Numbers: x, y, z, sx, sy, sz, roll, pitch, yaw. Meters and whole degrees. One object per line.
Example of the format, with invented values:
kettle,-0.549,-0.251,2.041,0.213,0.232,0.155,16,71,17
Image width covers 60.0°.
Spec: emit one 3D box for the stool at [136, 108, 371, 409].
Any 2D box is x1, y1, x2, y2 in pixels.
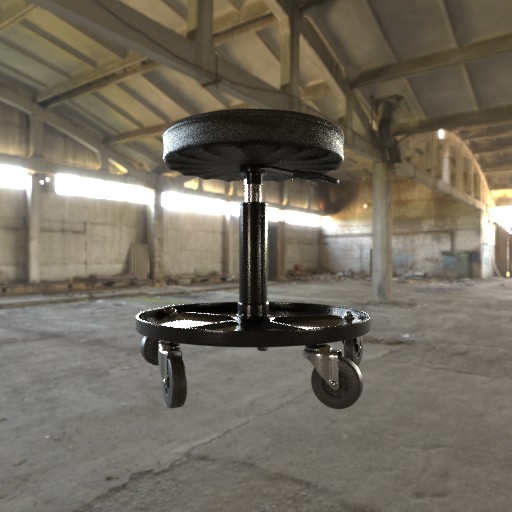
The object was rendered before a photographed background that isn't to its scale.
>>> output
stool,0.000,0.000,0.671,0.382,0.365,0.381,0,0,36
